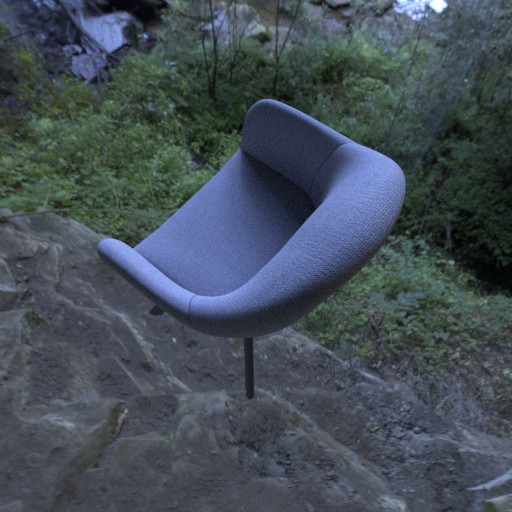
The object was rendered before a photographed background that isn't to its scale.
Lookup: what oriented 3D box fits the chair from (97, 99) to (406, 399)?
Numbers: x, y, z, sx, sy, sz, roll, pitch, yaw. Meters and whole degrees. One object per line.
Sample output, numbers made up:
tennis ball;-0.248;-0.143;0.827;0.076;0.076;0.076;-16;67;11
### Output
chair;0.000;0.000;1.170;0.550;0.795;0.590;36;69;17
